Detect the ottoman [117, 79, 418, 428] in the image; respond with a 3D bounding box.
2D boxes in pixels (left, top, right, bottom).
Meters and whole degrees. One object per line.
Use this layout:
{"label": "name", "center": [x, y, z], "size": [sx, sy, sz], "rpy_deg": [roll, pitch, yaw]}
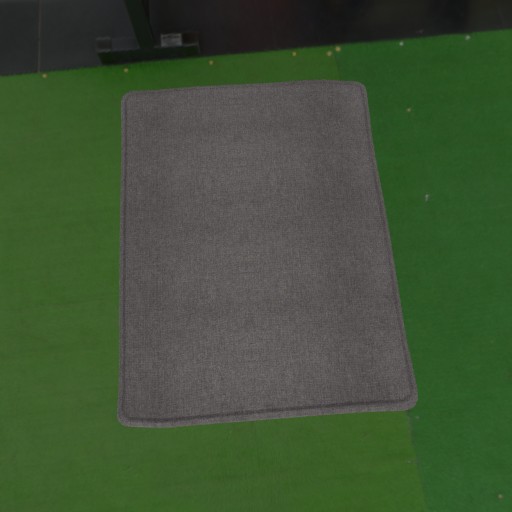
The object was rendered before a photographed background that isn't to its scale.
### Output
{"label": "ottoman", "center": [0.000, 0.000, 1.221], "size": [0.652, 0.492, 0.833], "rpy_deg": [-4, 74, -1]}
